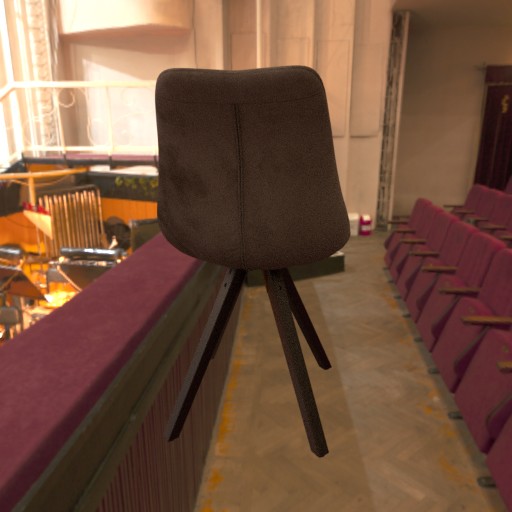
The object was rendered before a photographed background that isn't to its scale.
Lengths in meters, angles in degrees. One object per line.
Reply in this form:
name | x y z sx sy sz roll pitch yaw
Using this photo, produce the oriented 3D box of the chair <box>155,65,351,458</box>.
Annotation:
chair | 0.000 0.000 1.161 0.476 0.850 0.550 2 15 8
